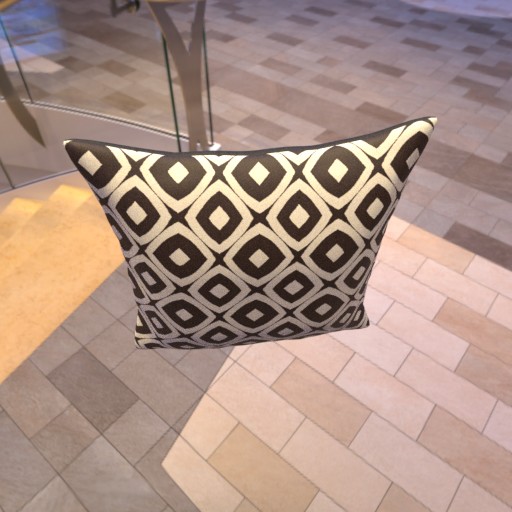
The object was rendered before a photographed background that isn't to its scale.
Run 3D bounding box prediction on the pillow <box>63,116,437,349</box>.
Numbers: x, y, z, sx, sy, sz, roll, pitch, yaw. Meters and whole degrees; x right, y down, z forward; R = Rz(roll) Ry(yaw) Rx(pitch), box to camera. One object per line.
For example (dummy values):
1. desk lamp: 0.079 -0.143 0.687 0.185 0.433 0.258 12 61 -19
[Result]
1. pillow: 0.000 0.000 0.769 0.504 0.494 0.188 -5 46 -4
